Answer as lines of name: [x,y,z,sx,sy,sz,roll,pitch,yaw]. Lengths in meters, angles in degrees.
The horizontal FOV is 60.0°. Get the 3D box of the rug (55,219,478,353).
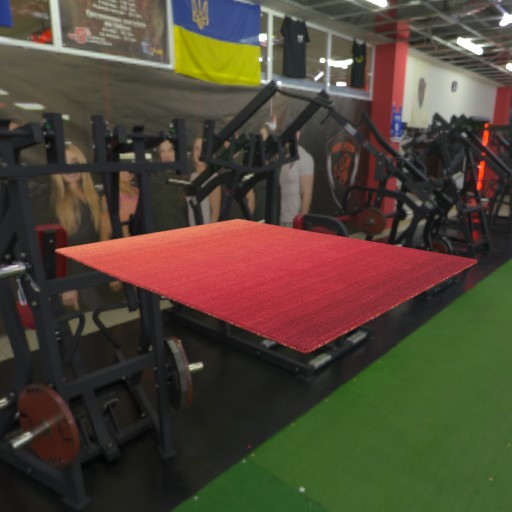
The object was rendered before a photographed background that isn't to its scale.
rug: [0.000,0.000,3.861,2.905,0.028,2.340,14,20,42]
